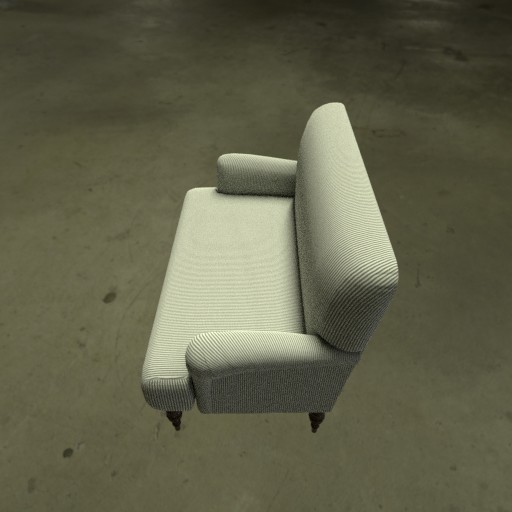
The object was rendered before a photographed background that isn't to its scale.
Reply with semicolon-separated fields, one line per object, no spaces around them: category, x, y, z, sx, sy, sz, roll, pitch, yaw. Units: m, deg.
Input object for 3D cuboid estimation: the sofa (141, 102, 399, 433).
sofa;0.000;0.000;1.871;0.779;0.889;1.297;1;41;1
